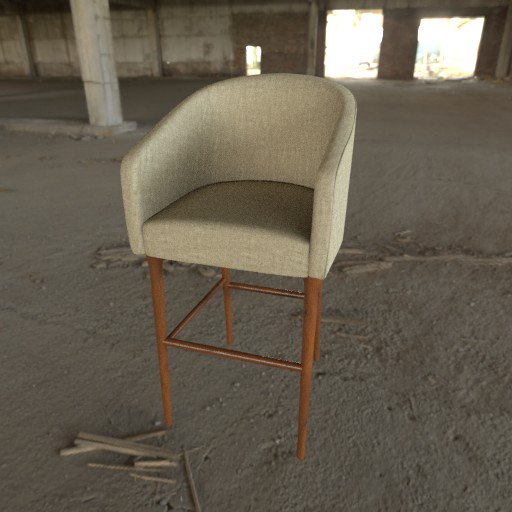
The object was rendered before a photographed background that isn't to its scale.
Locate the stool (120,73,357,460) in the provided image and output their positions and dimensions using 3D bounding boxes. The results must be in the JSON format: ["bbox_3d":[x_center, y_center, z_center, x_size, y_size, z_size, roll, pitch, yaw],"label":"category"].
[{"bbox_3d":[0.000,0.000,1.439,0.559,1.078,0.607,7,26,16],"label":"stool"}]
